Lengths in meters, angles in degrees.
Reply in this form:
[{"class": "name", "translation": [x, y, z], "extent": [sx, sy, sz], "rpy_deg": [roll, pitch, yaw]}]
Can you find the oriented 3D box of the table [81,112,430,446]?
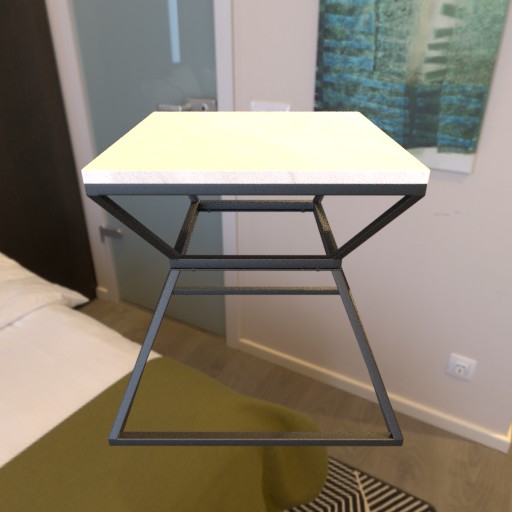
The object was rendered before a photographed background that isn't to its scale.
[{"class": "table", "translation": [0.000, 0.000, 0.791], "extent": [0.455, 0.431, 0.455], "rpy_deg": [0, 27, 0]}]
